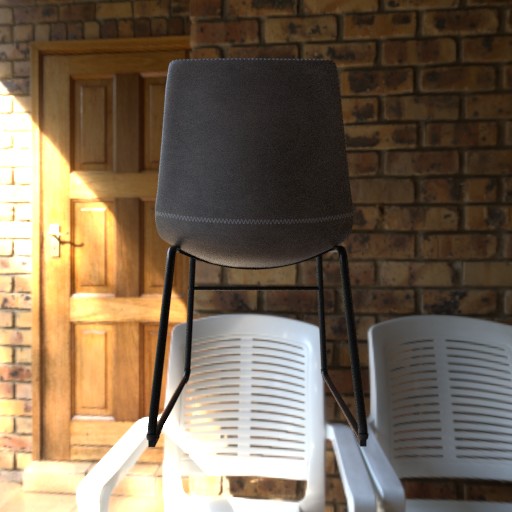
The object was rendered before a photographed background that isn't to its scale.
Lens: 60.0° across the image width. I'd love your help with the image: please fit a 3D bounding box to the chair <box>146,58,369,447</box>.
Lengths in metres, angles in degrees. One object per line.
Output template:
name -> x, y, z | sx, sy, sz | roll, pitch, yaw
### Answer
chair -> 0.000, 0.000, 1.134 | 0.460, 0.780, 0.550 | 0, 0, 0
